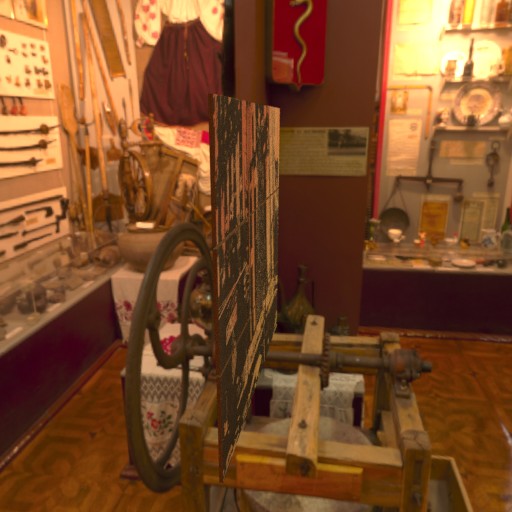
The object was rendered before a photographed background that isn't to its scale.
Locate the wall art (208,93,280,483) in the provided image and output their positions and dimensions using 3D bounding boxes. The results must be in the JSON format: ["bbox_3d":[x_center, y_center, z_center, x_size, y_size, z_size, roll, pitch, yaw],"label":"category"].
[{"bbox_3d":[0.000,0.000,1.409,0.010,0.917,0.919,3,17,10],"label":"wall art"}]
